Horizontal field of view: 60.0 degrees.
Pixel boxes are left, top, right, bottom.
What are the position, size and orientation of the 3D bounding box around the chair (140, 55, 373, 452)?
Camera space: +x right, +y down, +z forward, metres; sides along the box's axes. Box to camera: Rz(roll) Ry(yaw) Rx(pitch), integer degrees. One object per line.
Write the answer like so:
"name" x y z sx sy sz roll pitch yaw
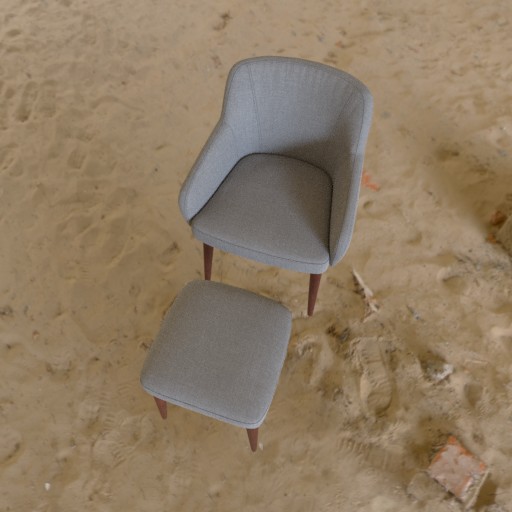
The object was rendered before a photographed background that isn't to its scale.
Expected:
"chair" 0.000 0.000 1.535 0.584 0.799 1.107 16 61 9
